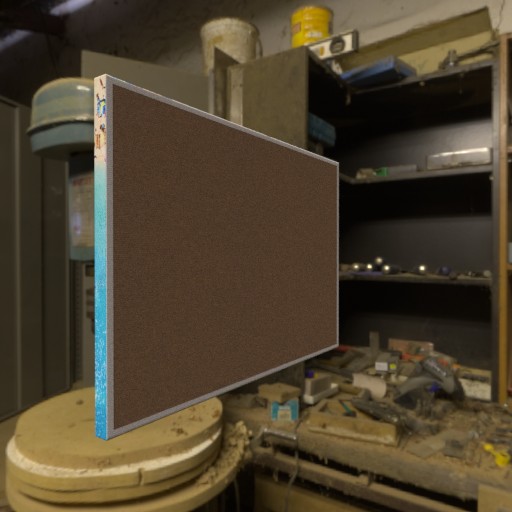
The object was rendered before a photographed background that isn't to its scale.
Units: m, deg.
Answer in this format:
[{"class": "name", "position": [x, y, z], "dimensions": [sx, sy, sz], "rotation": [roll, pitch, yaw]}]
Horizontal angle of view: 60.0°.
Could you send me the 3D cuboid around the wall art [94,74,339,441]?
[{"class": "wall art", "position": [0.000, 0.000, 1.400], "dimensions": [0.040, 0.769, 1.136], "rotation": [0, 1, 36]}]
